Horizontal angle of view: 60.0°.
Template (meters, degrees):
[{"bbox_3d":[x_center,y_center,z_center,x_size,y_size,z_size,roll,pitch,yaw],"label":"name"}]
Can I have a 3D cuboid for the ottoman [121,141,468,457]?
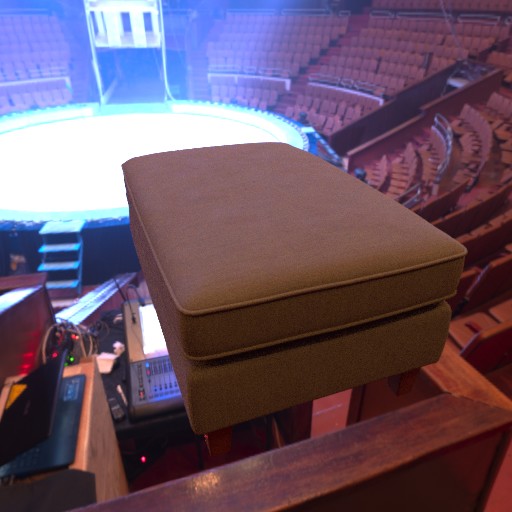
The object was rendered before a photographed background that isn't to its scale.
[{"bbox_3d":[0.000,0.000,1.286,0.636,0.480,0.941,-11,30,-18],"label":"ottoman"}]
